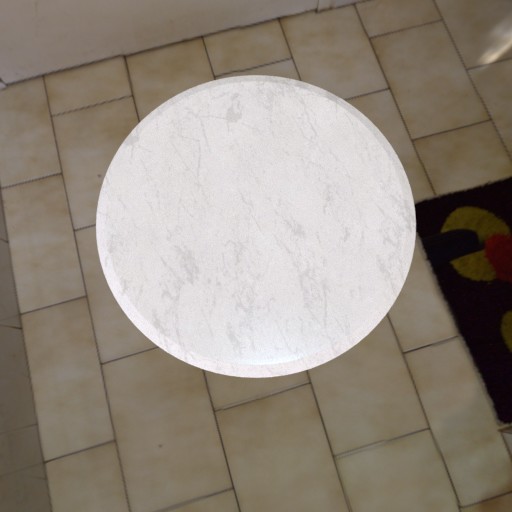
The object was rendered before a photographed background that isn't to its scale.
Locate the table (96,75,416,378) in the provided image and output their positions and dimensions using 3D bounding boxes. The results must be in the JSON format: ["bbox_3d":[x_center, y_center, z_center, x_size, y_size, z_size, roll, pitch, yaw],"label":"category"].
[{"bbox_3d":[0.000,0.000,0.776,0.407,0.447,0.407,0,75,0],"label":"table"}]
